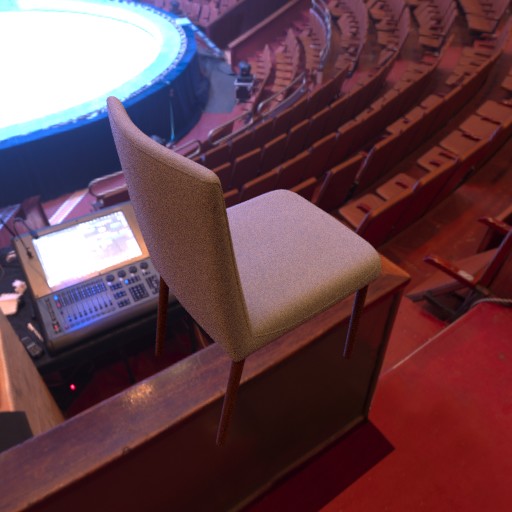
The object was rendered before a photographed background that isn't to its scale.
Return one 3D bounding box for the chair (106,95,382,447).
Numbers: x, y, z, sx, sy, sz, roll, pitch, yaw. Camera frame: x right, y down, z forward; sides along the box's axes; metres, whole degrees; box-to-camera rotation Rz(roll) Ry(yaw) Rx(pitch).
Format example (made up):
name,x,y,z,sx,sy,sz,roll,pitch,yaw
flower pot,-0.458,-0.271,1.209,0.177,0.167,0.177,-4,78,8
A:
name,x,y,z,sx,sy,sz,roll,pitch,yaw
chair,0.000,0.000,1.189,0.570,0.859,0.456,-26,47,-27
